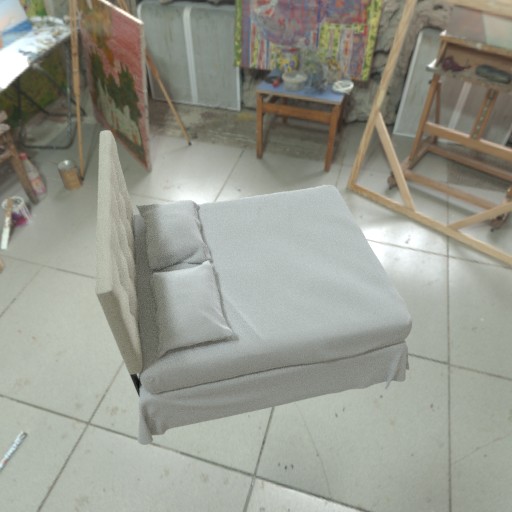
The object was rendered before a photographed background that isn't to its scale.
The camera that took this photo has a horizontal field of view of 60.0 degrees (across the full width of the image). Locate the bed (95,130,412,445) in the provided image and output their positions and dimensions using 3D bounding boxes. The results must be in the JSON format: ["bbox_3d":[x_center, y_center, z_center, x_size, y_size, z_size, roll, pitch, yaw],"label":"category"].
[{"bbox_3d":[0.000,0.000,3.516,2.222,1.577,1.936,-9,47,-9],"label":"bed"}]
